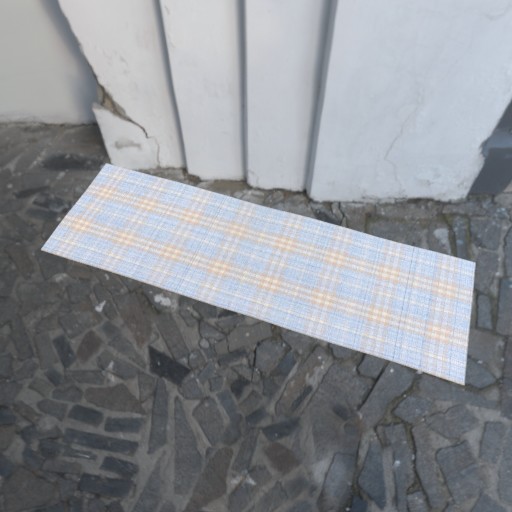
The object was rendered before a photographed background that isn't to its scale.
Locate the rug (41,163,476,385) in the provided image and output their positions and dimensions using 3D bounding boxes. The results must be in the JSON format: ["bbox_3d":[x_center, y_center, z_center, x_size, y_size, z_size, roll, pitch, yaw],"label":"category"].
[{"bbox_3d":[0.000,0.000,2.602,2.439,0.013,0.762,16,58,11],"label":"rug"}]
